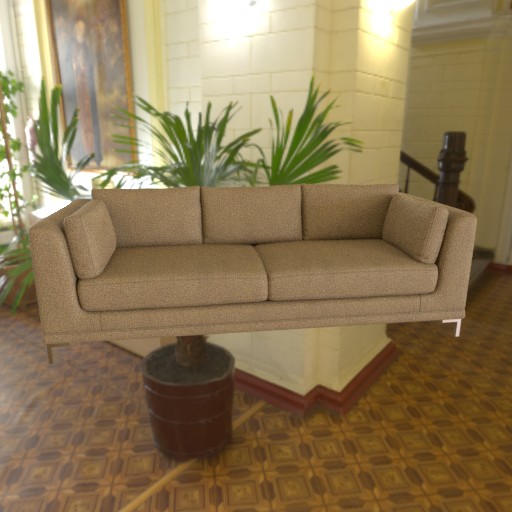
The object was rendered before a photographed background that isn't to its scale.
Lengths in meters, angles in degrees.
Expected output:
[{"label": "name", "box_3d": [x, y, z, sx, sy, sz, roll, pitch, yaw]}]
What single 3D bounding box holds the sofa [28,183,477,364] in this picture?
[{"label": "sofa", "box_3d": [0.000, 0.000, 2.866, 2.415, 0.867, 0.969, -2, 16, -8]}]
